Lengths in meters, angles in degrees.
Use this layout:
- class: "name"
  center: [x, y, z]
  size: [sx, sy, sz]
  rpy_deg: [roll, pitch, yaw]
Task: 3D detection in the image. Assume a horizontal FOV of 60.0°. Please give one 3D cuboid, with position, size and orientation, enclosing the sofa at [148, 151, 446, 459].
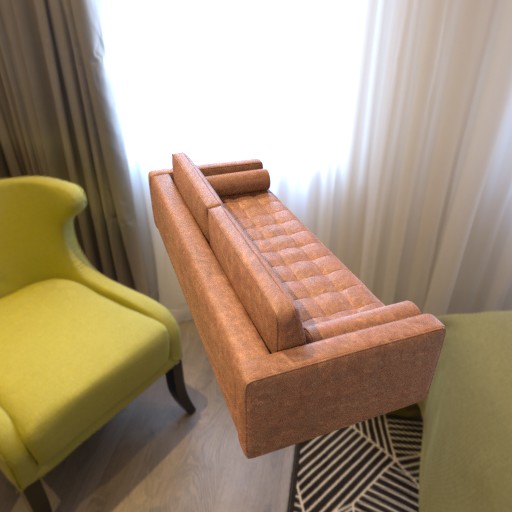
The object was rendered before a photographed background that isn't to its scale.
- class: "sofa"
  center: [0.000, 0.000, 2.654]
  size: [0.914, 0.762, 2.210]
  rpy_deg: [-11, 33, -17]
